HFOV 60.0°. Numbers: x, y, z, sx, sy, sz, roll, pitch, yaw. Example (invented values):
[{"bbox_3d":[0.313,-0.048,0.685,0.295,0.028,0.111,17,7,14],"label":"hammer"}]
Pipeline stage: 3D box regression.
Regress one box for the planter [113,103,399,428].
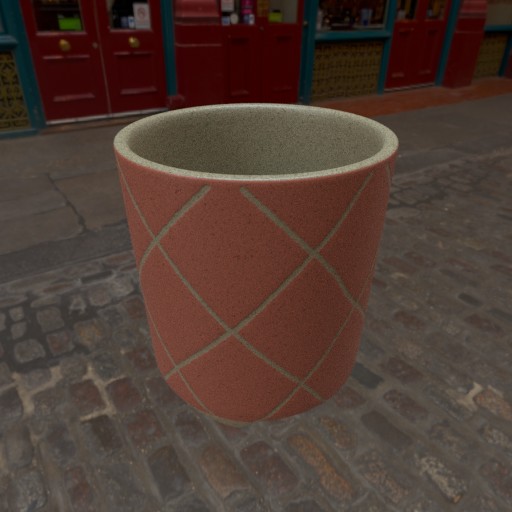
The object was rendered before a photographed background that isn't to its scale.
[{"bbox_3d":[0.000,0.000,0.356,0.191,0.200,0.191,0,30,0],"label":"planter"}]
